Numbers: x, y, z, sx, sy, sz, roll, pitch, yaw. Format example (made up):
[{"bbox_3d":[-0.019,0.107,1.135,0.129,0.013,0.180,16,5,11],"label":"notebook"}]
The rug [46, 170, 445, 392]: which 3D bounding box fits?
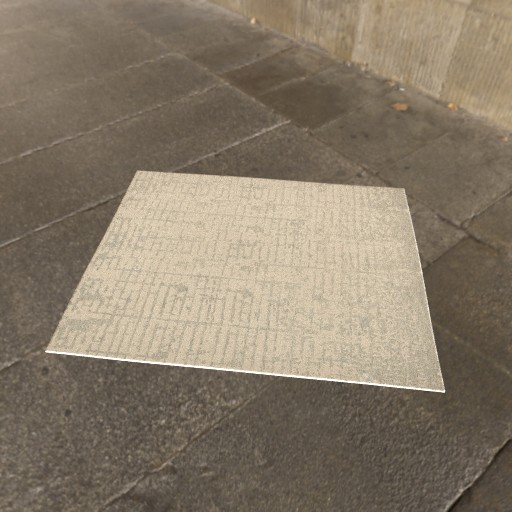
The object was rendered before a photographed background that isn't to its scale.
[{"bbox_3d":[0.000,0.000,4.192,3.061,0.014,2.447,5,46,4],"label":"rug"}]
